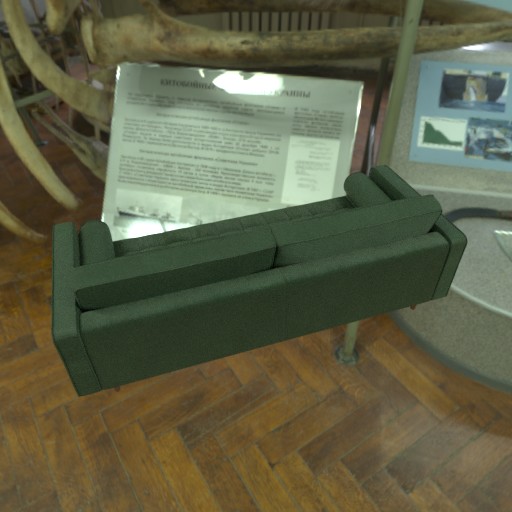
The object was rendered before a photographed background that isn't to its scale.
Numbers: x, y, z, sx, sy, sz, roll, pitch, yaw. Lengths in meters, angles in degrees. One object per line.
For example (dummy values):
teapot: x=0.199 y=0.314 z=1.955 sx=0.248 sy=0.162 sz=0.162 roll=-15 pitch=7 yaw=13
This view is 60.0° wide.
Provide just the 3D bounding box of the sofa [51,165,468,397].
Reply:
sofa: x=0.000 y=0.000 z=2.633 sx=2.199 sy=0.769 sz=0.918 roll=-12 pitch=42 yaw=-14
